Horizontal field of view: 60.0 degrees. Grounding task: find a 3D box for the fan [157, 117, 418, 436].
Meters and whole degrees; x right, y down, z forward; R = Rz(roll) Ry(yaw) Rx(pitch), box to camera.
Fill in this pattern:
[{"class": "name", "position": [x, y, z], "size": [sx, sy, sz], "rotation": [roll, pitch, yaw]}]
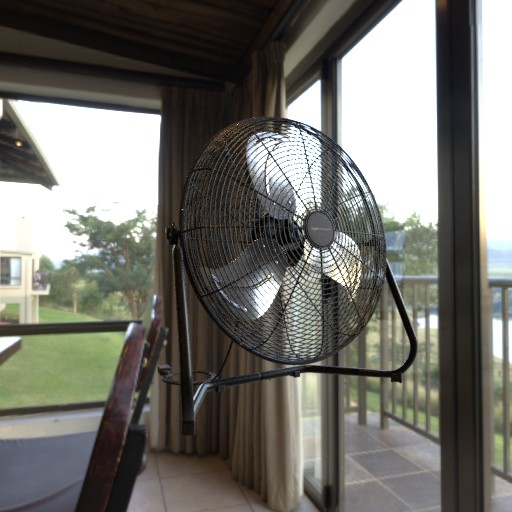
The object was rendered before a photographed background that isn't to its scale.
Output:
[{"class": "fan", "position": [0.000, 0.000, 0.961], "size": [0.555, 0.546, 0.424], "rotation": [1, -1, -36]}]
